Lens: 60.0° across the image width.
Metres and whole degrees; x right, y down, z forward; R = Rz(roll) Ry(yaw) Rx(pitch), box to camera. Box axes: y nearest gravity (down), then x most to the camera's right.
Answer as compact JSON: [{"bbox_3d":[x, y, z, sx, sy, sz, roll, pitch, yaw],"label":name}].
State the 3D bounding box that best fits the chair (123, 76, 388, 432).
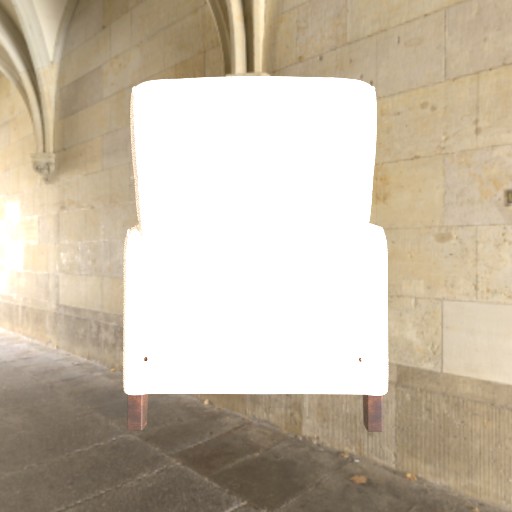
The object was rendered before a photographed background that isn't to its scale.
[{"bbox_3d":[0.000,0.000,1.635,0.841,1.028,0.858,0,0,0],"label":"chair"}]
